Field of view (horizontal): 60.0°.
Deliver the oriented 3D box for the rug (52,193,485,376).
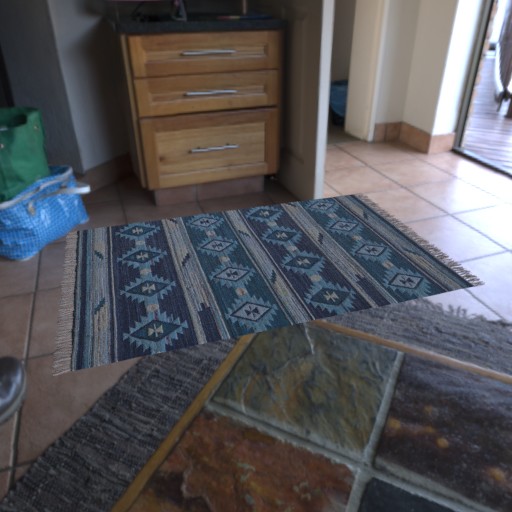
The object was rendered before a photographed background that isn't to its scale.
[{"bbox_3d":[0.000,0.000,2.333,1.936,0.028,1.181,-9,32,-15],"label":"rug"}]
